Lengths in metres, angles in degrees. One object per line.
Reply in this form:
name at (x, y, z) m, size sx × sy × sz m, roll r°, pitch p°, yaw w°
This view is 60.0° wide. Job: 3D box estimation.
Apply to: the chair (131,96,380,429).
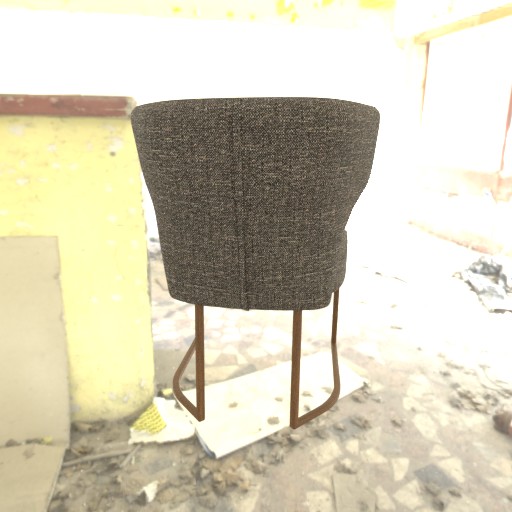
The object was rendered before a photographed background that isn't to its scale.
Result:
chair at (0.000, 0.000, 1.260) m, size 0.611 × 0.824 × 0.617 m, roll 2°, pitch 16°, yaw 7°
